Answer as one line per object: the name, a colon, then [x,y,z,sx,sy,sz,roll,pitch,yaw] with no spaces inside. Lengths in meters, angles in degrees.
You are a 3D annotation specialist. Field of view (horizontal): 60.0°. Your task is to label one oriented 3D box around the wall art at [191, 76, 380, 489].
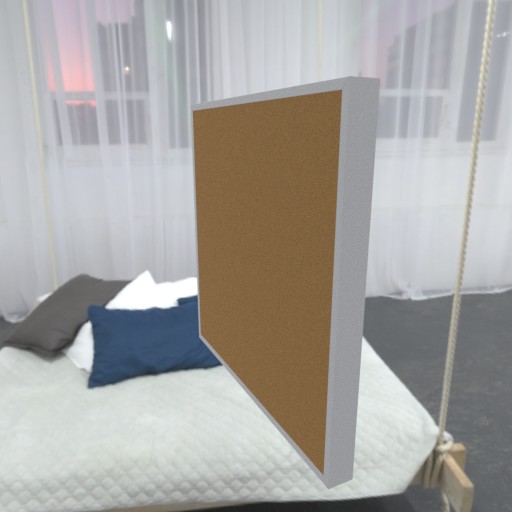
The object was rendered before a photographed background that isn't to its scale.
wall art: [0.000,0.000,0.746,0.040,0.509,0.509,-7,17,-25]
